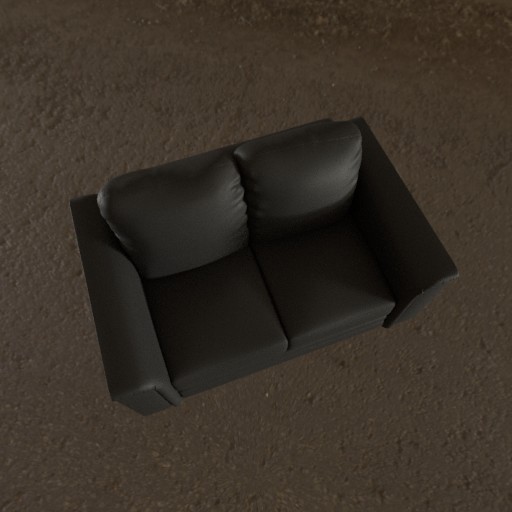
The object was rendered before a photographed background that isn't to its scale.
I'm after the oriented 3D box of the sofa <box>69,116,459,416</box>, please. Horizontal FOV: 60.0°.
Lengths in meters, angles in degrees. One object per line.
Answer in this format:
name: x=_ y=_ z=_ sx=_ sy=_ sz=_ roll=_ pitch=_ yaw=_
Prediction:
sofa: x=0.000 y=0.000 z=1.977 sx=1.386 sy=0.845 sz=0.887 roll=-18 pitch=65 yaw=-9
